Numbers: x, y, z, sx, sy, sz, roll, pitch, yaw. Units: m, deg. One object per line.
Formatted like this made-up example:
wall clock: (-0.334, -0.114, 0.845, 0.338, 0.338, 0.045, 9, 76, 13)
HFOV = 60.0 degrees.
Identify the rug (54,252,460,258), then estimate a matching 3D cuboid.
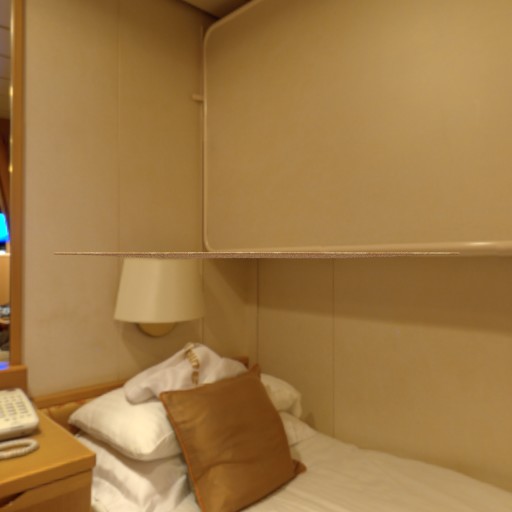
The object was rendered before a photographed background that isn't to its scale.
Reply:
rug: (0.000, 0.000, 4.310, 2.452, 0.020, 3.365, 0, -1, 0)
